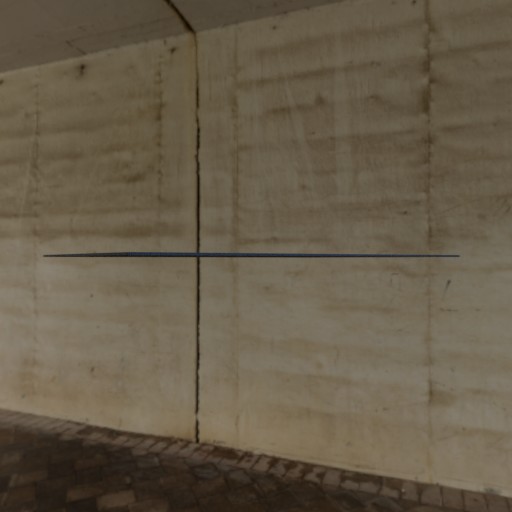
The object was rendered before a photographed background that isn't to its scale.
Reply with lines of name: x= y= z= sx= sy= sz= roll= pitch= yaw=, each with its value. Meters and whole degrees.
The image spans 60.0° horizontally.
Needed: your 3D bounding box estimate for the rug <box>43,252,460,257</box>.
rug: x=0.000 y=0.000 z=2.327 sx=1.829 sy=0.010 sz=1.219 roll=0 pitch=0 yaw=-36
